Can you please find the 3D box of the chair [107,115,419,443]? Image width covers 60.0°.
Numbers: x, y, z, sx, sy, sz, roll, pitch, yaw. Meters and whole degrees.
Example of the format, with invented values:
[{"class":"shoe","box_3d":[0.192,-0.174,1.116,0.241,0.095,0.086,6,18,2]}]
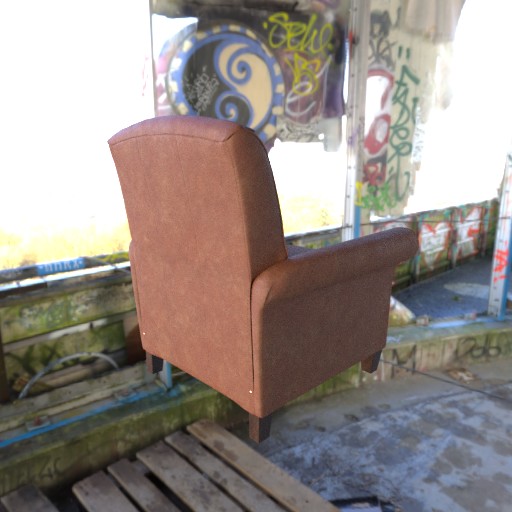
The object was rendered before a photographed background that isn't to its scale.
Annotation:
[{"class":"chair","box_3d":[0.000,0.000,1.831,0.902,1.061,0.978,-12,18,-43]}]
